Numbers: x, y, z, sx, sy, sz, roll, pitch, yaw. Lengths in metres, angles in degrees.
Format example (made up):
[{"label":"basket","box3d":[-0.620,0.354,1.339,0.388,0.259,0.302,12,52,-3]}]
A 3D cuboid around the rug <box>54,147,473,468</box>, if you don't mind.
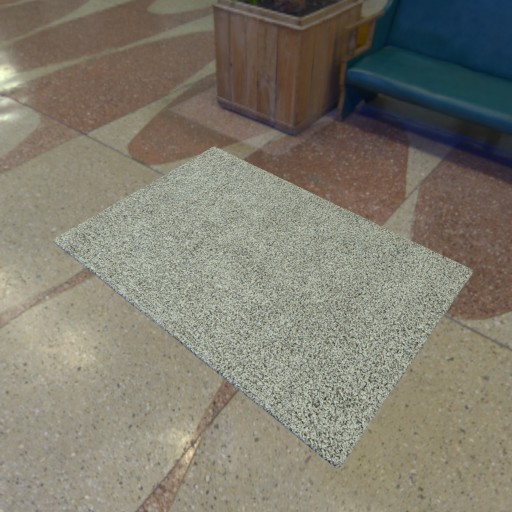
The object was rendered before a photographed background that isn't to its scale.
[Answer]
[{"label":"rug","box3d":[0.000,0.000,2.257,1.778,0.030,1.219,31,53,27]}]
